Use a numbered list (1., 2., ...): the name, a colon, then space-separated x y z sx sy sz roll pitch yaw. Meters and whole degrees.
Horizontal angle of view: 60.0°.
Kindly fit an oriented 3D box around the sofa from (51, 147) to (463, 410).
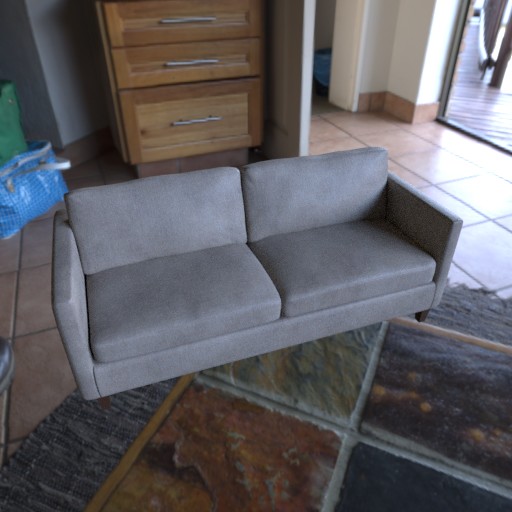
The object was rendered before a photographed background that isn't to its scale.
1. sofa: 0.000 0.000 2.690 2.208 0.965 0.951 -11 36 -16
